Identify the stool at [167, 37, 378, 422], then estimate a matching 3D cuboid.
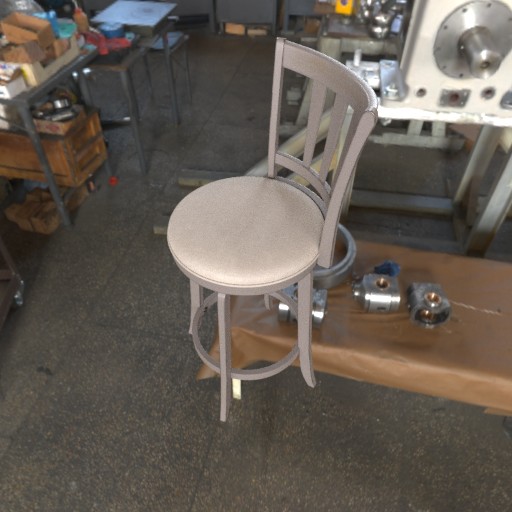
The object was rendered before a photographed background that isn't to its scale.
[{"bbox_3d":[0.000,0.000,1.274,0.475,1.023,0.436,-16,47,-16],"label":"stool"}]
